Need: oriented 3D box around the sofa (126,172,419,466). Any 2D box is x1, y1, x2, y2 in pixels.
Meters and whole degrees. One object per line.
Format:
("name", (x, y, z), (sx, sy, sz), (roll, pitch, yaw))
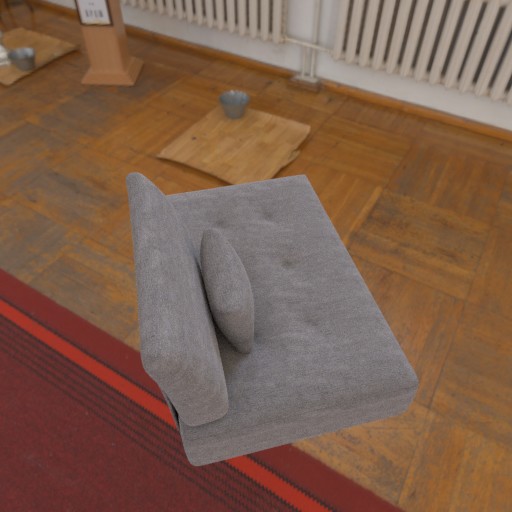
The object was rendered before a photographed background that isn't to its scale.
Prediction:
("sofa", (0.000, 0.000, 2.037), (1.002, 0.820, 1.450), (-10, 47, -10))
